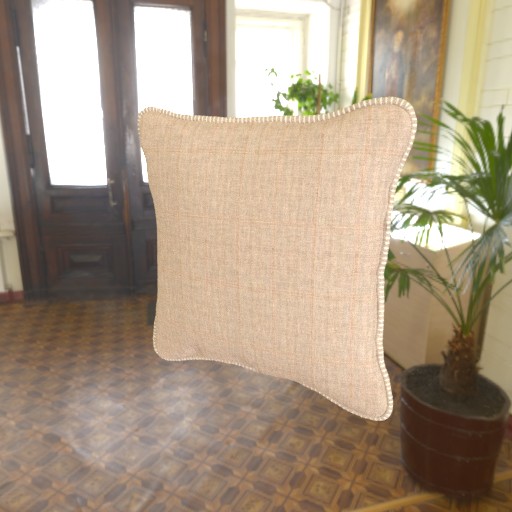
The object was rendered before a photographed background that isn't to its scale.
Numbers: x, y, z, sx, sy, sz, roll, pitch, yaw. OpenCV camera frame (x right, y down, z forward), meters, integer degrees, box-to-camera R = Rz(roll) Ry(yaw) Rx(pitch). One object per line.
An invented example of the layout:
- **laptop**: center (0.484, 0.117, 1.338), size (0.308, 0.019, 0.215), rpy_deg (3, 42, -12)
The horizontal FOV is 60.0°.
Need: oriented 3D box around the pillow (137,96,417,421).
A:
- **pillow**: center (0.000, 0.000, 0.749), size (0.485, 0.494, 0.124), rpy_deg (8, 17, 27)
